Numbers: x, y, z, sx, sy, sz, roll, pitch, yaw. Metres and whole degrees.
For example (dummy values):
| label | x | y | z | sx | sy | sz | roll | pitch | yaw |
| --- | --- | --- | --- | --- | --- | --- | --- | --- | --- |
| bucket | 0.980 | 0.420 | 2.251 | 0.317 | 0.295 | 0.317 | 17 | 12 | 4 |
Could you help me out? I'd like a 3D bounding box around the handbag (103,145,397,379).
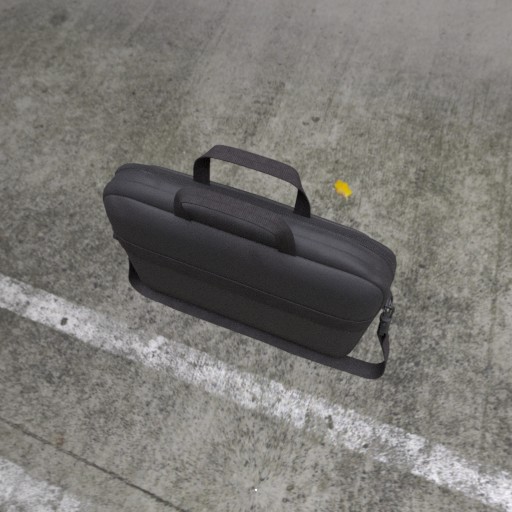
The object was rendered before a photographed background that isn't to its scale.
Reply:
| label | x | y | z | sx | sy | sz | roll | pitch | yaw |
| --- | --- | --- | --- | --- | --- | --- | --- | --- | --- |
| handbag | 0.000 | 0.000 | 0.431 | 0.320 | 0.244 | 0.089 | 19 | 64 | 10 |
